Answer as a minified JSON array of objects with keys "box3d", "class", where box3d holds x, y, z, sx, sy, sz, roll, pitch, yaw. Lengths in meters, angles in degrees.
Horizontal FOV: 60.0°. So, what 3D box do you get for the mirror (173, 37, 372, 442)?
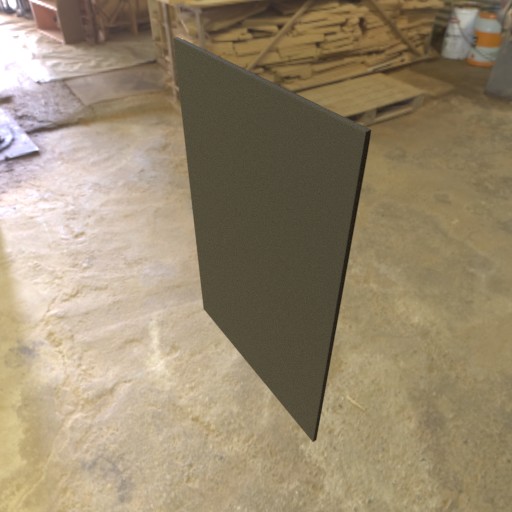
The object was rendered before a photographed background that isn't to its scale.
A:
[{"box3d":[0.000,0.000,1.134,0.039,0.914,0.613,-24,46,-26],"class":"mirror"}]
